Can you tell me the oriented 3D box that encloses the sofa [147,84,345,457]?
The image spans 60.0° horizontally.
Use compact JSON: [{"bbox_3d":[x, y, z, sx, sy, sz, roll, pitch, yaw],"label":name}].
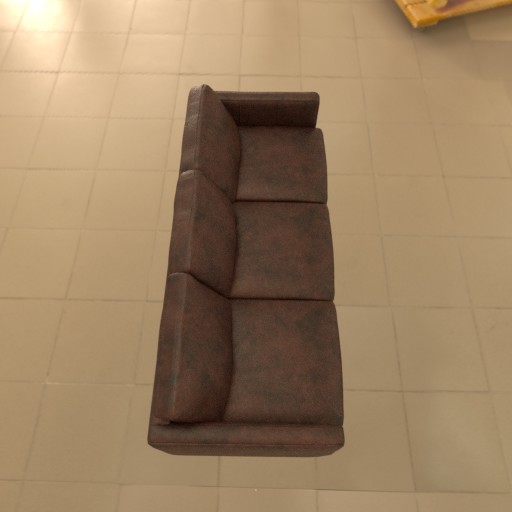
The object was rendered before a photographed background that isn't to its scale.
[{"bbox_3d":[0.000,0.000,3.007,1.045,1.006,2.464,1,62,0],"label":"sofa"}]
